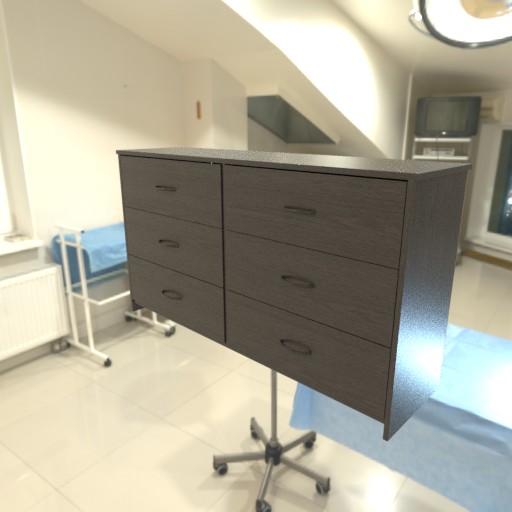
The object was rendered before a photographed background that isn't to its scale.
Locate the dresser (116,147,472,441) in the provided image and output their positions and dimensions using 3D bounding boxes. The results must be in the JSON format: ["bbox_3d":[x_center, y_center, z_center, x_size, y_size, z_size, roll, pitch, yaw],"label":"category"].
[{"bbox_3d":[0.000,0.000,1.707,1.360,0.755,0.401,15,22,41],"label":"dresser"}]
